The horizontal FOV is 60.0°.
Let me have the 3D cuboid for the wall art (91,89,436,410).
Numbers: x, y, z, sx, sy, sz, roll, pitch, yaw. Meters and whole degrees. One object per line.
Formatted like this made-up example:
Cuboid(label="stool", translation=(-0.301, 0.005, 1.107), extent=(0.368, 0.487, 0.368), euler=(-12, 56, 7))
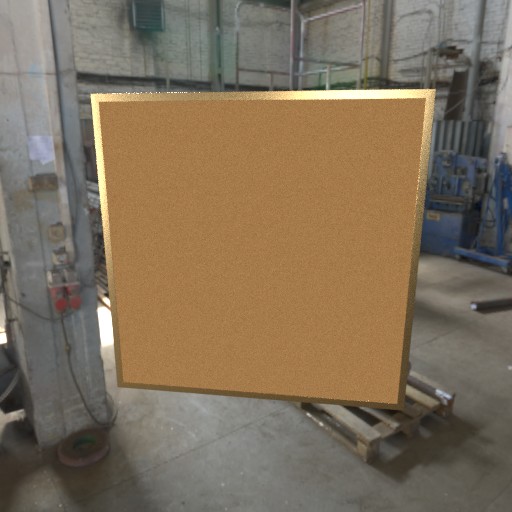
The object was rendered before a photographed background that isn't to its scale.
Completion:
Cuboid(label="wall art", translation=(0.000, 0.000, 0.733), extent=(0.509, 0.509, 0.040), euler=(2, 15, 8))
